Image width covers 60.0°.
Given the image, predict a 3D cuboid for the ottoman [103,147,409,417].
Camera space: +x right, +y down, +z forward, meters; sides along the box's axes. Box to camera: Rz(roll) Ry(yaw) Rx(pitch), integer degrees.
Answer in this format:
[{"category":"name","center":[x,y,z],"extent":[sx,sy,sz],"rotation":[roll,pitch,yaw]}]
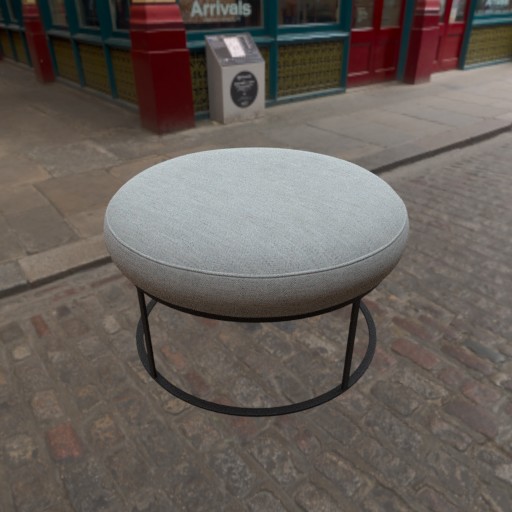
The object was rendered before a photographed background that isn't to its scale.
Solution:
[{"category":"ottoman","center":[0.000,0.000,1.226],"extent":[0.769,0.459,0.769],"rotation":[0,30,0]}]
